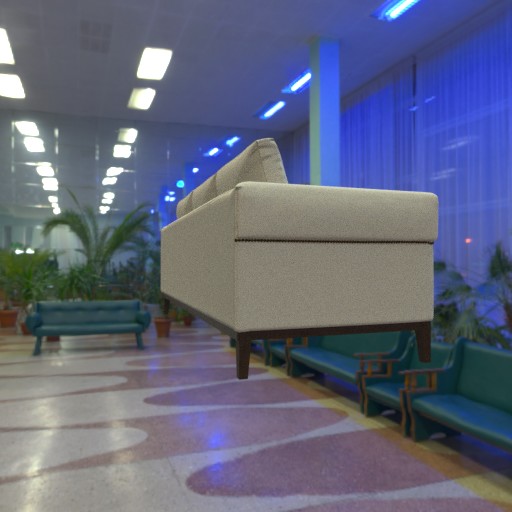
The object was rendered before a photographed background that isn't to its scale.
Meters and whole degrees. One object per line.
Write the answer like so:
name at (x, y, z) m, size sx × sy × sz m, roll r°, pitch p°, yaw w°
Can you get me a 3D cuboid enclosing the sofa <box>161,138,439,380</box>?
sofa at (0.000, 0.000, 2.724) m, size 0.902 × 0.911 × 2.198 m, roll 0°, pitch -1°, yaw -19°
